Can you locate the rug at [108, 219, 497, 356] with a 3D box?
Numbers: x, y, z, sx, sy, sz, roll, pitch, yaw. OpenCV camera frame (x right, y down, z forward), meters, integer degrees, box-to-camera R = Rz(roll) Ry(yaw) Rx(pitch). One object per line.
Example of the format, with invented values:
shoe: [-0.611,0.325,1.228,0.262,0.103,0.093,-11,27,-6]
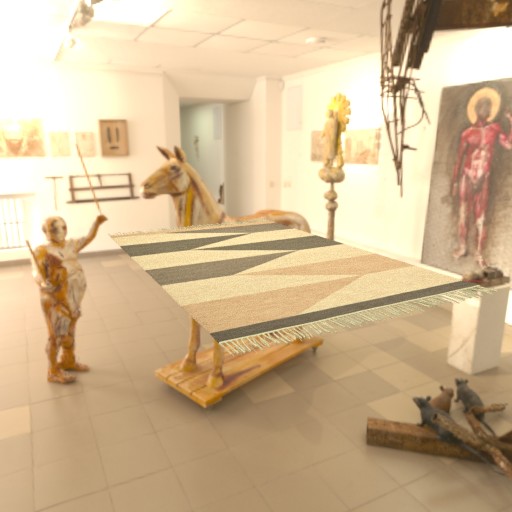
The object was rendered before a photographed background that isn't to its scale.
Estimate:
rug: [0.000,0.000,2.420,1.224,0.027,2.021,-7,16,-27]
